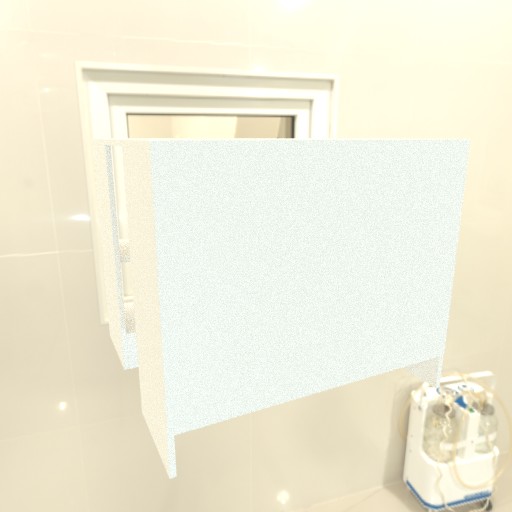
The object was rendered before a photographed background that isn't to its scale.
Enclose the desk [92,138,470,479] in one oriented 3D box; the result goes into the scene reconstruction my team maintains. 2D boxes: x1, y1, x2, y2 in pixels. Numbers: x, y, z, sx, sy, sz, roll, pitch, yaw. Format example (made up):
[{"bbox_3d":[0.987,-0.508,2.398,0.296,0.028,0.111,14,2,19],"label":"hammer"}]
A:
[{"bbox_3d":[0.000,0.000,1.600,0.940,0.818,0.926,-7,17,-26],"label":"desk"}]
